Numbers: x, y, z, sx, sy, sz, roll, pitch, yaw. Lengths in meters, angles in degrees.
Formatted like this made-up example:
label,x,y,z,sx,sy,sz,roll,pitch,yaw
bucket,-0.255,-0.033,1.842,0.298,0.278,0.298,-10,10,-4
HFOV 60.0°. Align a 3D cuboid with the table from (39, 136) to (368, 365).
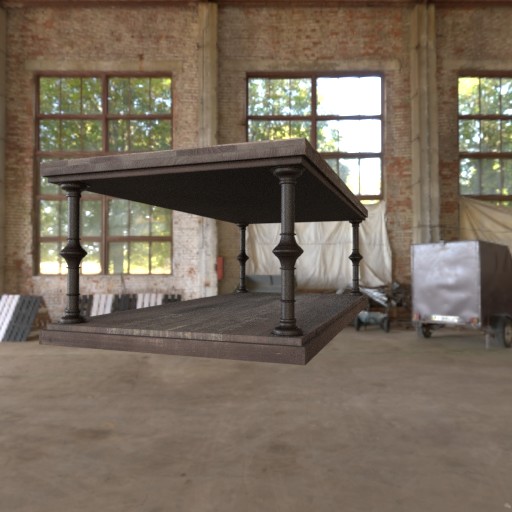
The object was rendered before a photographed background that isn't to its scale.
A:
label,x,y,z,sx,sy,sz,roll,pitch,yaw
table,0.000,0.000,1.327,0.554,0.373,1.088,0,-1,19
